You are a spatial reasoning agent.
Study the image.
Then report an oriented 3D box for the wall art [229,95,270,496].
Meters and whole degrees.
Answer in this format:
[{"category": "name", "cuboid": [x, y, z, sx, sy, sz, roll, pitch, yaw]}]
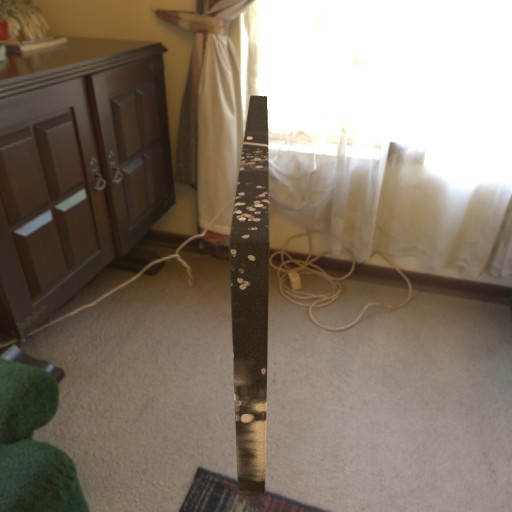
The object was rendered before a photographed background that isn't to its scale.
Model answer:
[{"category": "wall art", "cuboid": [0.000, 0.000, 0.765, 0.037, 0.406, 0.609, 1, 32, 1]}]
